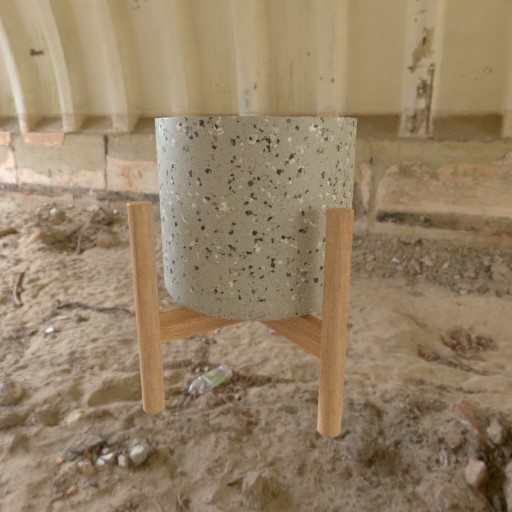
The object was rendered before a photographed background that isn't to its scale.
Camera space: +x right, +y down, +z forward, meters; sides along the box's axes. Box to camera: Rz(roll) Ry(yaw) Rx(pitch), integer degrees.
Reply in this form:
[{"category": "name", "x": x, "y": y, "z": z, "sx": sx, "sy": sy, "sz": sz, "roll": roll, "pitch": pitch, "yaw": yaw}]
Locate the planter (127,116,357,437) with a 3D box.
[{"category": "planter", "x": 0.000, "y": 0.000, "z": 0.542, "sx": 0.284, "sy": 0.320, "sz": 0.284, "roll": -3, "pitch": 16, "yaw": -11}]
